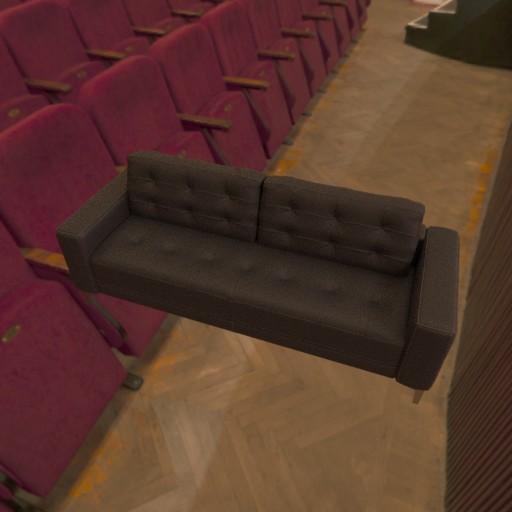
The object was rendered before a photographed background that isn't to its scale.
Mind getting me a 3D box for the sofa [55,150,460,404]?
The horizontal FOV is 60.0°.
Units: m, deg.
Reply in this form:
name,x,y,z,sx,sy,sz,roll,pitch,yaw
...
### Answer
name,x,y,z,sx,sy,sz,roll,pitch,yaw
sofa,0.000,0.000,2.718,2.275,0.893,0.833,14,43,15
